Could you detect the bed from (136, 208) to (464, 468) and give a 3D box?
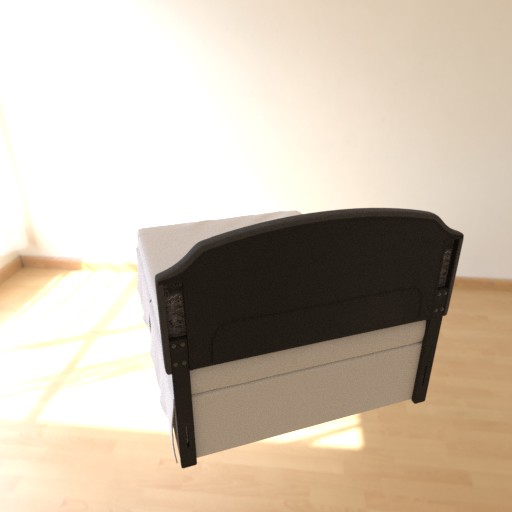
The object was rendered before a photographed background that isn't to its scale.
[{"bbox_3d":[0.000,0.000,3.027,1.558,1.270,1.999,-8,26,-17],"label":"bed"}]
